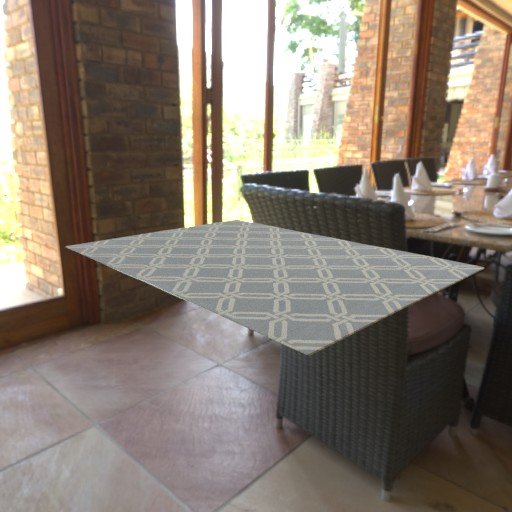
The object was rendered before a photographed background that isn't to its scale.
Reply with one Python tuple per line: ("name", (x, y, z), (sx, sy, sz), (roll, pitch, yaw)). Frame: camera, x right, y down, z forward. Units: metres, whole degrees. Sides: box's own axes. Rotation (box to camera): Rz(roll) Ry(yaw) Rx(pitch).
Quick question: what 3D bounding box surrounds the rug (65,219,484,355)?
("rug", (0.000, 0.000, 2.731), (1.522, 0.013, 2.133), (-13, 20, -42))
